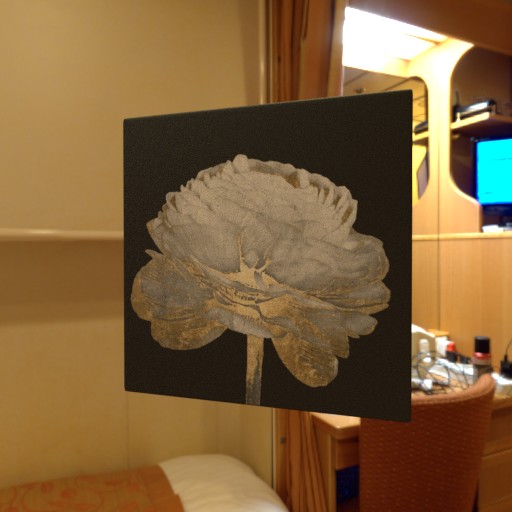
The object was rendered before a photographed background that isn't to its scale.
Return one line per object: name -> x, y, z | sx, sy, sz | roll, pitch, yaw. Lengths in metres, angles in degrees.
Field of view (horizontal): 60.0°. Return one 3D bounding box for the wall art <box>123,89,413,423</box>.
wall art -> 0.000, 0.000, 0.920 | 0.610, 0.611, 0.043 | 0, 1, 18
